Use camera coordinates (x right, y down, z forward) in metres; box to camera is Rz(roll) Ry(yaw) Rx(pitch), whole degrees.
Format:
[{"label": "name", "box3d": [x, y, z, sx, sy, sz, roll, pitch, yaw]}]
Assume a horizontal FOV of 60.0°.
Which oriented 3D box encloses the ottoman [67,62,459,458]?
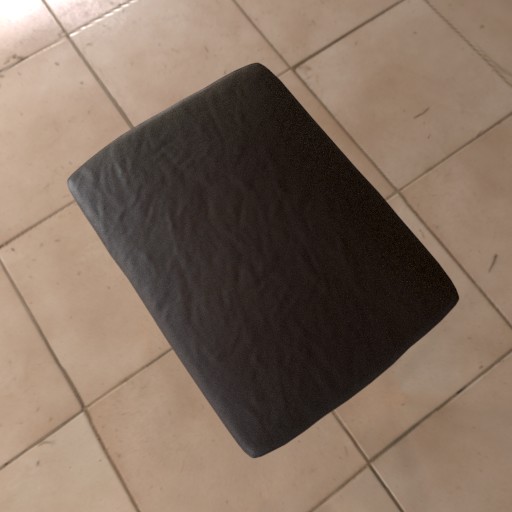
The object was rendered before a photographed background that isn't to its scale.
[{"label": "ottoman", "box3d": [0.000, 0.000, 1.287, 0.659, 0.529, 0.887, -35, 77, -9]}]
